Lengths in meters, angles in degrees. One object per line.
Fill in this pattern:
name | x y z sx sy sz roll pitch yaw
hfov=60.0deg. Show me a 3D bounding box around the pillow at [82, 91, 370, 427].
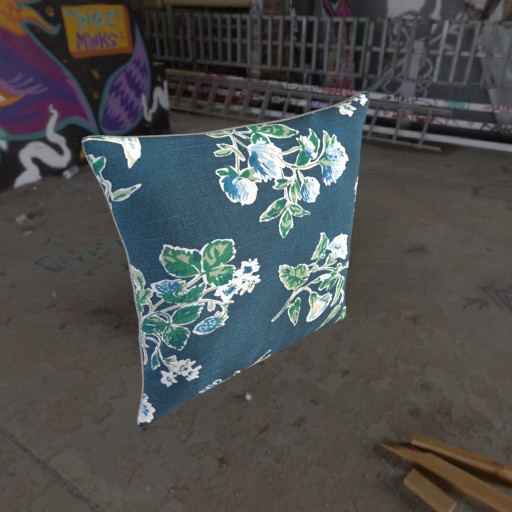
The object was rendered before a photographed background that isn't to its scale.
pillow | 0.000 0.000 0.794 0.525 0.508 0.166 -21 36 -32
